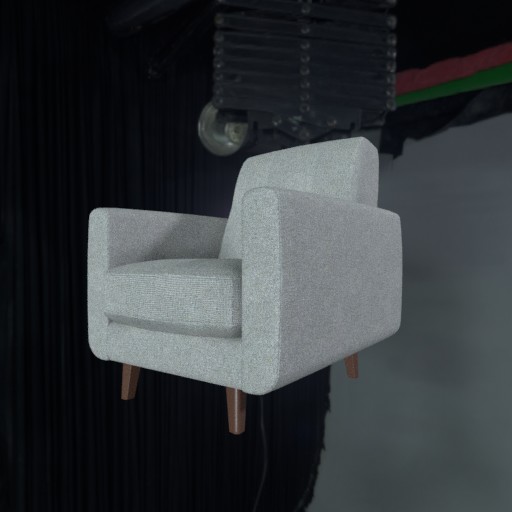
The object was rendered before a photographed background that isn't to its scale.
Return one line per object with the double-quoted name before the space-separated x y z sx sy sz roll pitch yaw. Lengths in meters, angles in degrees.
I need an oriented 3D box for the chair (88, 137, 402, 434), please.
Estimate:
"chair" 0.000 0.000 1.676 0.845 0.968 0.942 -1 -1 38
